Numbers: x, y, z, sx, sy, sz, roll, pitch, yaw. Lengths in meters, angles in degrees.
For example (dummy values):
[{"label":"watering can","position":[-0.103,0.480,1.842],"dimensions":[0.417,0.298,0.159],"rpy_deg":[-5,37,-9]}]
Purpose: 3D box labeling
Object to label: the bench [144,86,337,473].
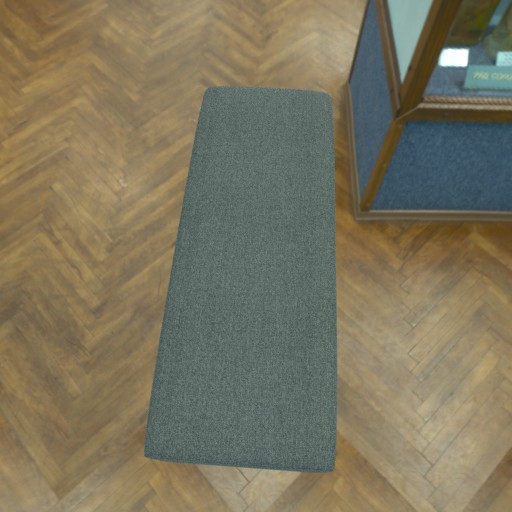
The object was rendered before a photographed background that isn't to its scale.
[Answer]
[{"label":"bench","position":[0.000,0.000,1.849],"dimensions":[0.631,0.384,1.598],"rpy_deg":[4,63,2]}]
